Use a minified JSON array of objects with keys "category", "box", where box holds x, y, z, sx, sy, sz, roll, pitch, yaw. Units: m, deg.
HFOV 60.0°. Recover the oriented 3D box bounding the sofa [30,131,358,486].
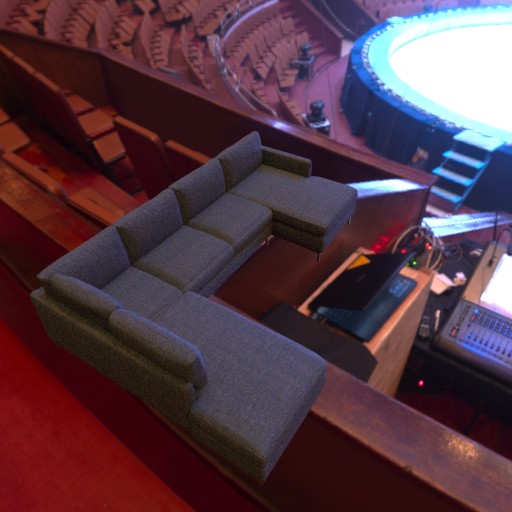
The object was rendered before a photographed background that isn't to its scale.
[{"category":"sofa","box":[0.000,0.000,3.523,1.879,0.753,2.737,23,45,24]}]
